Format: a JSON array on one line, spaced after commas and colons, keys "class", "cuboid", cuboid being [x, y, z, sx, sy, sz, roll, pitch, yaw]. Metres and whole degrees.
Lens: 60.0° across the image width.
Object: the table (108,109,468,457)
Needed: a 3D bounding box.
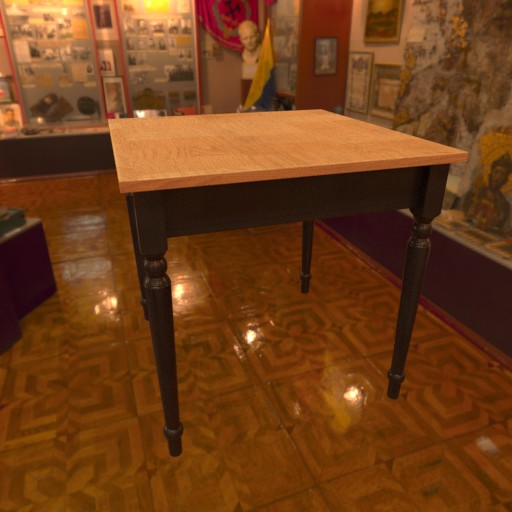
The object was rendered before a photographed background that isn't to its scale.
[{"class": "table", "cuboid": [0.000, 0.000, 1.356, 0.747, 0.738, 0.747, -8, 27, -16]}]
